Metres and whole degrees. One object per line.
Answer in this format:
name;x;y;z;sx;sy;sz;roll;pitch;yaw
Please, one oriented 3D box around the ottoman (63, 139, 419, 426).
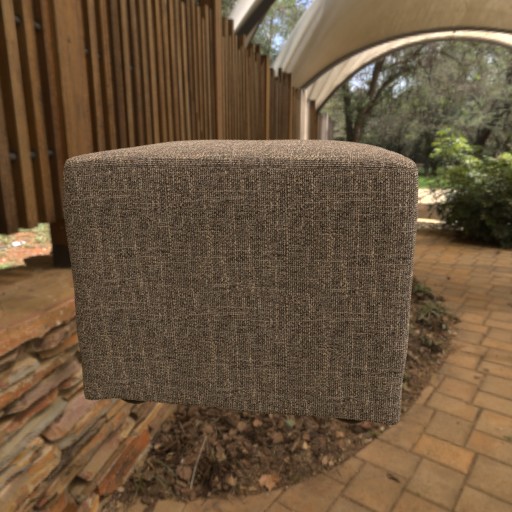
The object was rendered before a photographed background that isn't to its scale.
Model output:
ottoman;0.000;0.000;0.892;0.521;0.453;0.512;2;14;9
